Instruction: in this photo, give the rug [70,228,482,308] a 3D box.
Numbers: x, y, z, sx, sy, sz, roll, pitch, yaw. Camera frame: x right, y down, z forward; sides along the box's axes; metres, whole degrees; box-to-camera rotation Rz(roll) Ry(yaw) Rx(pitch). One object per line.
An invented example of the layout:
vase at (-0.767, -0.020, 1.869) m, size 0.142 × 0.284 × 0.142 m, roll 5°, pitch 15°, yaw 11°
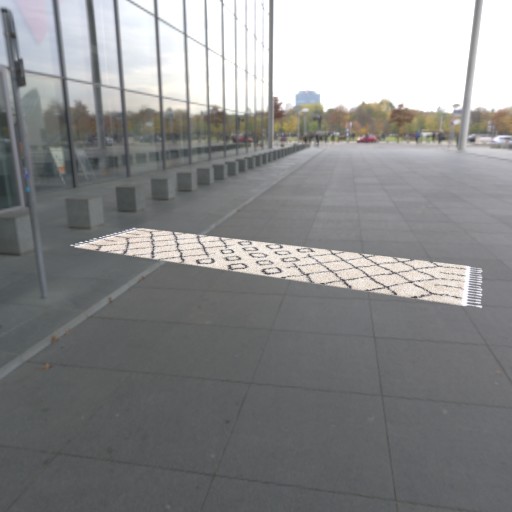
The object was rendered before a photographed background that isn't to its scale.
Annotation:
rug at (0.000, 0.000, 2.689) m, size 2.464 × 0.005 × 0.660 m, roll 7°, pitch 17°, yaw 25°
